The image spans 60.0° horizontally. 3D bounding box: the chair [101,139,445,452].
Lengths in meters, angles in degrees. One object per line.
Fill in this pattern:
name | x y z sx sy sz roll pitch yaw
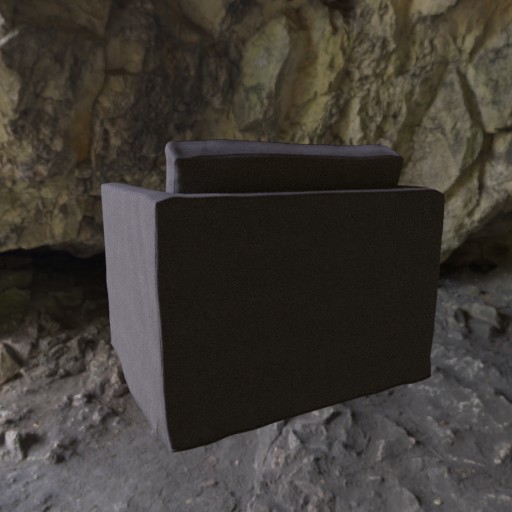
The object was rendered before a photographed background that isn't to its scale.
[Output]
chair | 0.000 0.000 1.762 1.057 0.863 0.949 -6 13 -26
